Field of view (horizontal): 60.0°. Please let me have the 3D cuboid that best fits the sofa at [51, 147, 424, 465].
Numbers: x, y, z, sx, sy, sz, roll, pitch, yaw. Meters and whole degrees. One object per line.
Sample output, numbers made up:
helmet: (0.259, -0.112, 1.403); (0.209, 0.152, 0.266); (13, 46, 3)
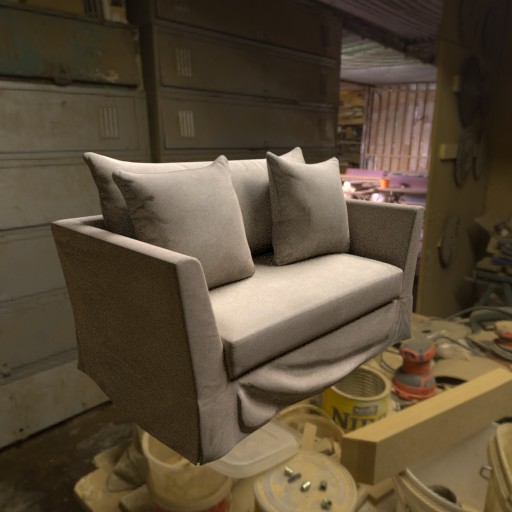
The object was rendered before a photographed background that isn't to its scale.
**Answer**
sofa: (0.000, 0.000, 2.217); (1.608, 1.040, 1.035); (-14, 20, -43)
